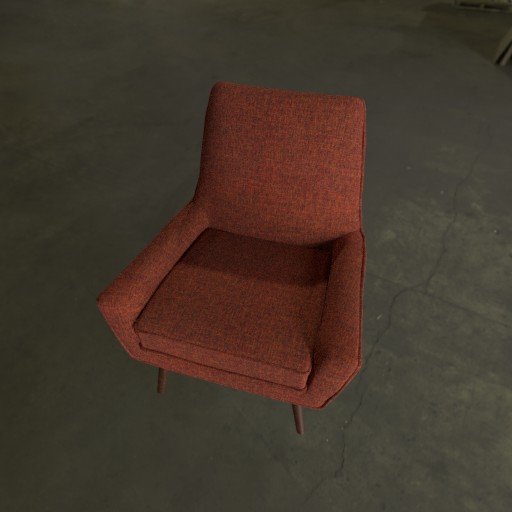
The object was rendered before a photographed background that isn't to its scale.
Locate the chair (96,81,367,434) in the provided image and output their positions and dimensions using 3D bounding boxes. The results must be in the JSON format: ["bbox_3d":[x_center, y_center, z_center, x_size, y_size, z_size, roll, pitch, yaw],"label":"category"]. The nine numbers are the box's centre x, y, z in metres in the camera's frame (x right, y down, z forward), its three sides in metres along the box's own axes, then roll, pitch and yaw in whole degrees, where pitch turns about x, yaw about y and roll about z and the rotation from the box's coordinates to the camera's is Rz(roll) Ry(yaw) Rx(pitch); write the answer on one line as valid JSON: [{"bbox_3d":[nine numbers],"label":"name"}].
[{"bbox_3d":[0.000,0.000,1.525,0.803,0.911,0.784,12,42,13],"label":"chair"}]
